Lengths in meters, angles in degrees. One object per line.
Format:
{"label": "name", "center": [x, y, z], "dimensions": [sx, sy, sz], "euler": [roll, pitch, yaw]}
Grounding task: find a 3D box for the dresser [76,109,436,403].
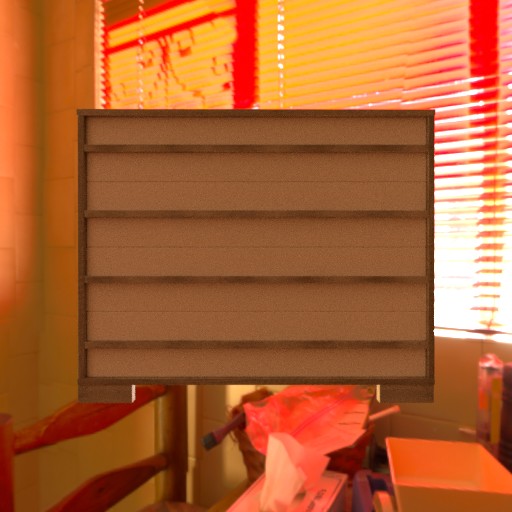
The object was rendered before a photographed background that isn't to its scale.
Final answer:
{"label": "dresser", "center": [0.000, 0.000, 1.429], "dimensions": [0.994, 0.816, 0.404], "euler": [0, 0, 0]}
